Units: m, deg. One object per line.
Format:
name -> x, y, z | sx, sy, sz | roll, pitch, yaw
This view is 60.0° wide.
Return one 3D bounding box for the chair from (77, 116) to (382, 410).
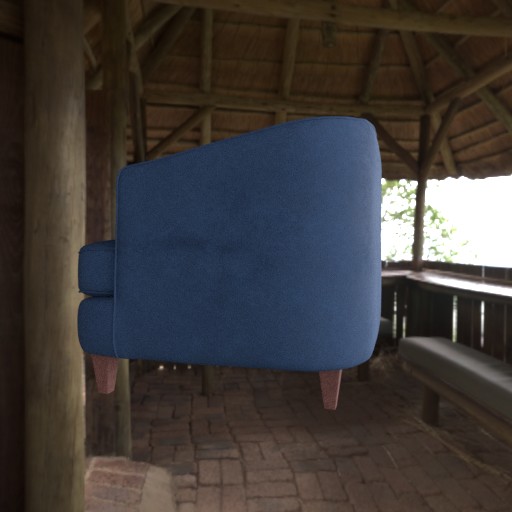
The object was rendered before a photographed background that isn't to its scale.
chair -> 0.000, 0.000, 1.751 | 0.940, 0.852, 1.094 | 1, 2, 18
